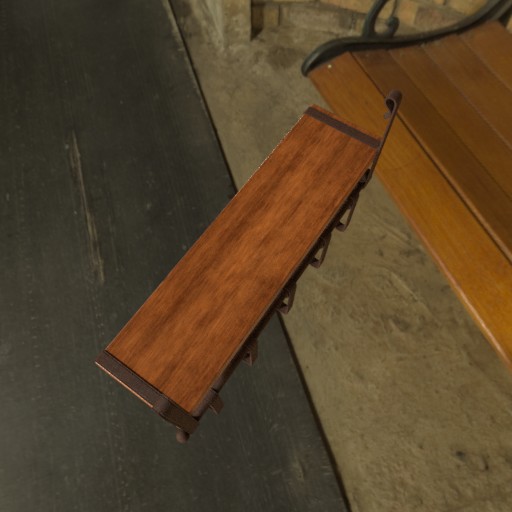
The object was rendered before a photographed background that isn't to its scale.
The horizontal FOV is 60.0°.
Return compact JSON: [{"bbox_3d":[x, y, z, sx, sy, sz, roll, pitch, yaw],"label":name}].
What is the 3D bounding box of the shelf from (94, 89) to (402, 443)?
[{"bbox_3d":[0.000,0.000,0.701,0.146,0.330,0.567,32,68,14],"label":"shelf"}]
